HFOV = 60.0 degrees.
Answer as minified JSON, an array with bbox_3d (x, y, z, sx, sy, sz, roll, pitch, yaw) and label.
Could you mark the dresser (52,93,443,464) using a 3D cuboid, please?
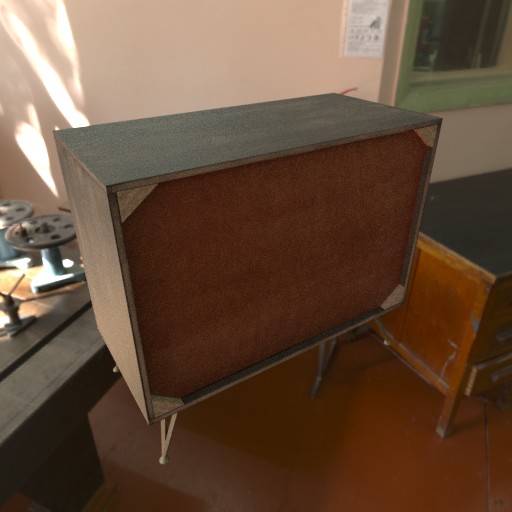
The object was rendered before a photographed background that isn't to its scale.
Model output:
[{"bbox_3d":[0.000,0.000,1.361,0.923,0.801,0.453,-18,35,-28],"label":"dresser"}]
